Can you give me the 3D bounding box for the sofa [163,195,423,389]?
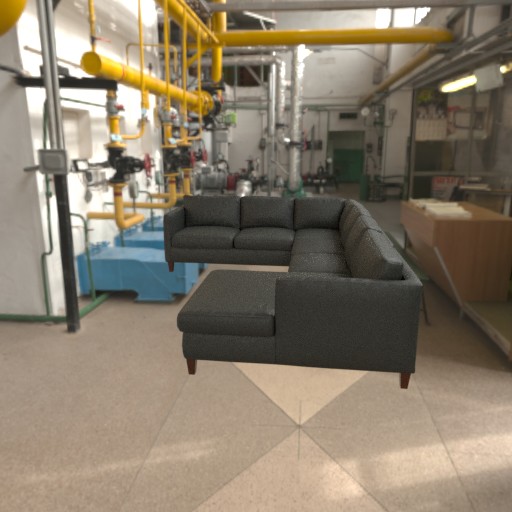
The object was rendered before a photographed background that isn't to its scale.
[{"bbox_3d":[0.000,0.000,4.622,2.593,0.923,3.460,2,14,7],"label":"sofa"}]
